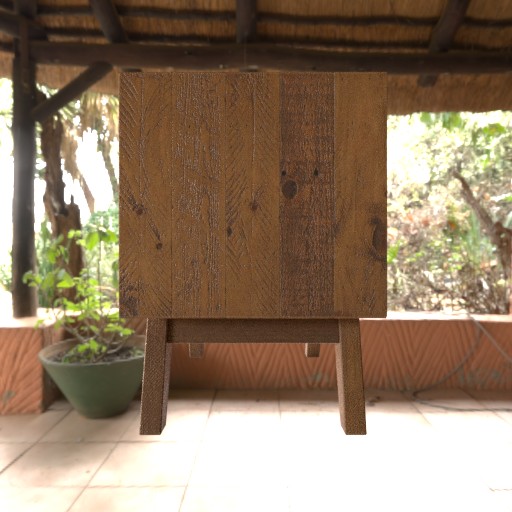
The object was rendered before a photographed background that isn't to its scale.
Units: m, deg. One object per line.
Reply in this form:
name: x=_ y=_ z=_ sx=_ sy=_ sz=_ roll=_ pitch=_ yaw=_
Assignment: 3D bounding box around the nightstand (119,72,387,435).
nightstand: x=0.000 y=0.000 z=1.045 sx=0.450 sy=0.599 sz=0.650 roll=0 pitch=0 yaw=0
